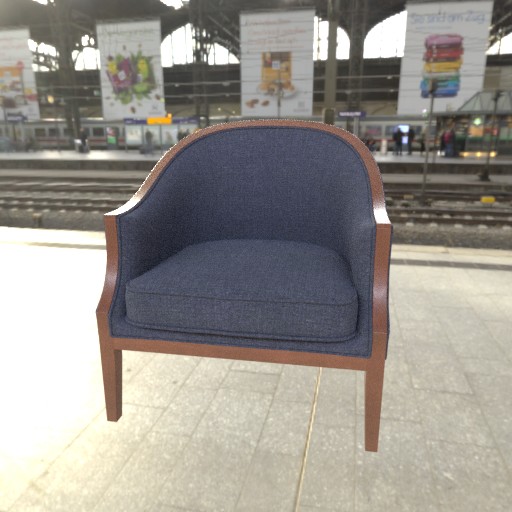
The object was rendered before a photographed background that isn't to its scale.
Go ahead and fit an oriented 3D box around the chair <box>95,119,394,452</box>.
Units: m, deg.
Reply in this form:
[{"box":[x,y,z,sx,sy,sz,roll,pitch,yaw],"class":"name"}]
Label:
[{"box":[0.000,0.000,1.445,0.803,0.876,0.735,3,15,10],"class":"chair"}]
